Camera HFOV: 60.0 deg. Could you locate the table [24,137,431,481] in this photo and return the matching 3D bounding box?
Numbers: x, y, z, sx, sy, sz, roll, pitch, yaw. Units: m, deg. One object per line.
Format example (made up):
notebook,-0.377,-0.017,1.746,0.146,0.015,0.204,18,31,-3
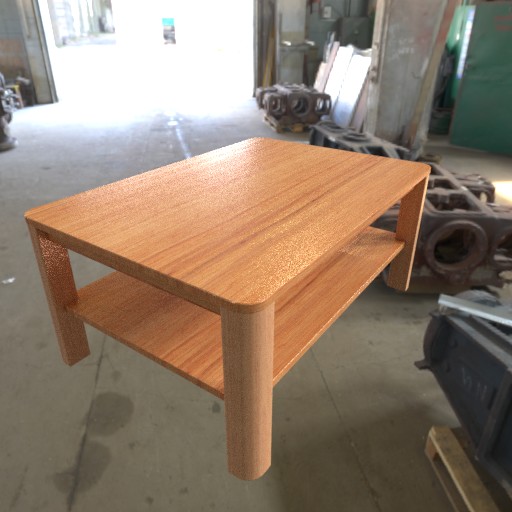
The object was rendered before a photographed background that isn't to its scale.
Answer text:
table,0.000,0.000,1.345,0.696,0.445,0.997,18,33,31
